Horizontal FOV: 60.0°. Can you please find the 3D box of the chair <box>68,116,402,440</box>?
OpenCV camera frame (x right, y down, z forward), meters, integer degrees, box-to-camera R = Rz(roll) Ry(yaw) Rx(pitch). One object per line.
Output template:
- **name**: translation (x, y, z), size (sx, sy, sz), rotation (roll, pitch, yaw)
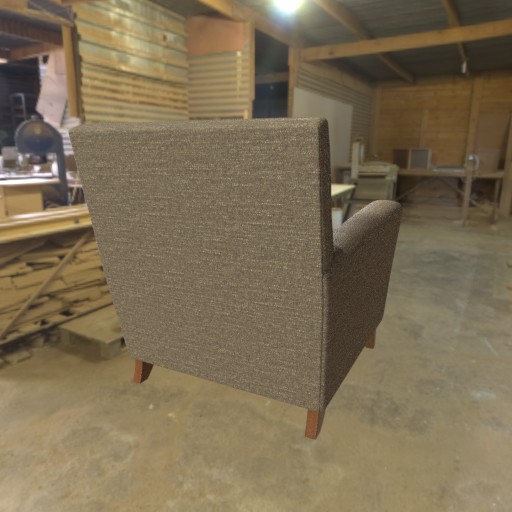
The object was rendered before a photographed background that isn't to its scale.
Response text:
- **chair**: translation (0.000, 0.000, 1.575), size (0.838, 0.885, 0.875), rotation (7, 16, 27)
